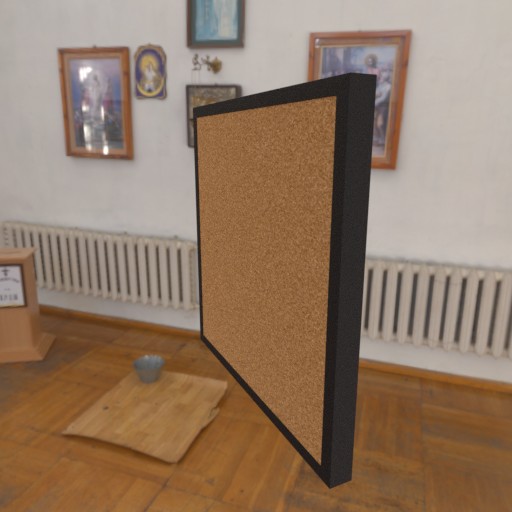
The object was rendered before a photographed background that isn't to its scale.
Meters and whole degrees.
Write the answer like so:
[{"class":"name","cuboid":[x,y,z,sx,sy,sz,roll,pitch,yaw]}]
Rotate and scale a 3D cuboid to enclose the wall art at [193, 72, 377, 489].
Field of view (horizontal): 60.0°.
[{"class":"wall art","cuboid":[0.000,0.000,0.739,0.036,0.503,0.506,-7,16,-25]}]
